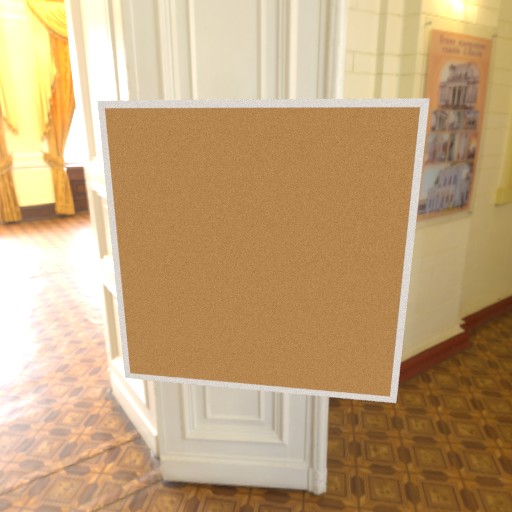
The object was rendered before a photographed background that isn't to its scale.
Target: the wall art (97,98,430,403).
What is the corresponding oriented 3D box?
[{"bbox_3d":[0.000,0.000,0.766,0.509,0.509,0.040,3,18,8],"label":"wall art"}]
